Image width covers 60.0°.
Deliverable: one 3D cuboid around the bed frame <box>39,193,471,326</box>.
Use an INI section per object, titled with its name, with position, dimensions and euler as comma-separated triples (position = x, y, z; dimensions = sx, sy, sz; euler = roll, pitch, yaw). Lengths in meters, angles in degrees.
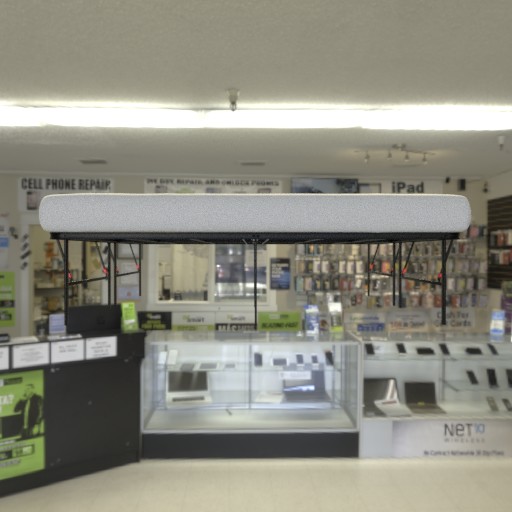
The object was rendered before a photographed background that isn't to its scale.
[bed frame]
position = 0.000, 0.000, 2.899
dimensions = 2.151, 0.667, 1.584
euler = 0, 1, 0
